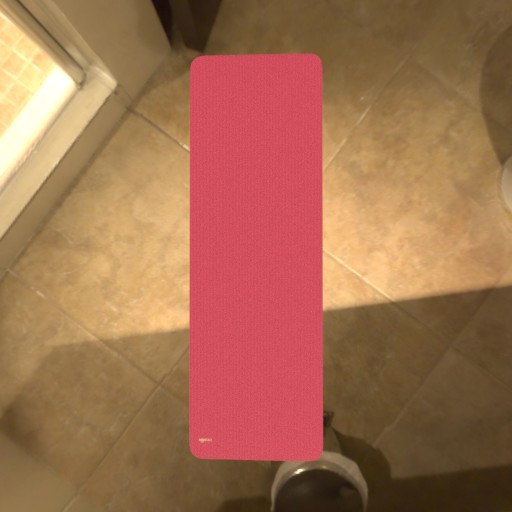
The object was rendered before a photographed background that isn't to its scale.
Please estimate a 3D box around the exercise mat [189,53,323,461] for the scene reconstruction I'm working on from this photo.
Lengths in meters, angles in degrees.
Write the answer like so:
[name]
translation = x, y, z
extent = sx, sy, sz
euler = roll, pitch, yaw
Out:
[exercise mat]
translation = 0.000, 0.000, 2.056
extent = 0.616, 0.021, 1.884
euler = 0, 89, 2
